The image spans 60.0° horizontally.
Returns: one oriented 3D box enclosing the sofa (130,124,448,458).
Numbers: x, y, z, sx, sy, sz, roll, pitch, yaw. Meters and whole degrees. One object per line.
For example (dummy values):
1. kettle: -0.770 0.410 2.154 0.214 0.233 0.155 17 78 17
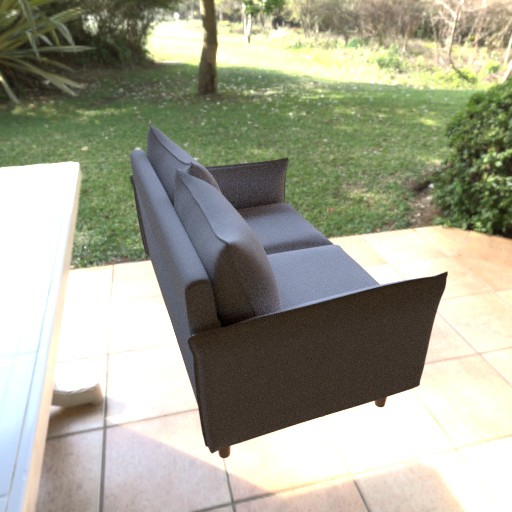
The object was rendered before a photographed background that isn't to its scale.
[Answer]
1. sofa: 0.000 0.000 1.809 0.820 0.840 1.300 -10 32 -17
